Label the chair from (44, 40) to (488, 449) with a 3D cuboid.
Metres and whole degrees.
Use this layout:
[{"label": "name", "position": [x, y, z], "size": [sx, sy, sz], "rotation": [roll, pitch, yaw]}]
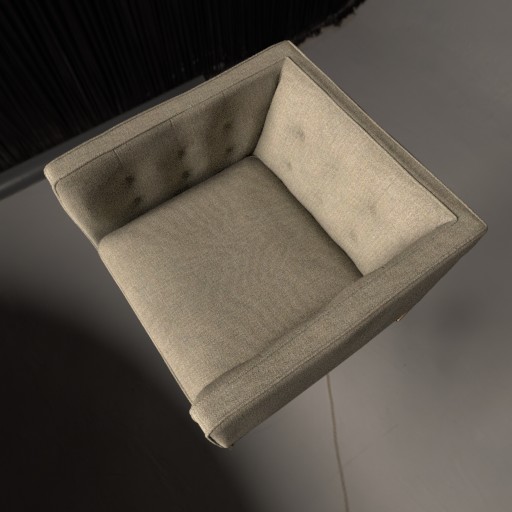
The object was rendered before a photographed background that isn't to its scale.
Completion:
[{"label": "chair", "position": [0.000, 0.000, 1.566], "size": [0.912, 0.799, 0.920], "rotation": [-33, 69, -15]}]
